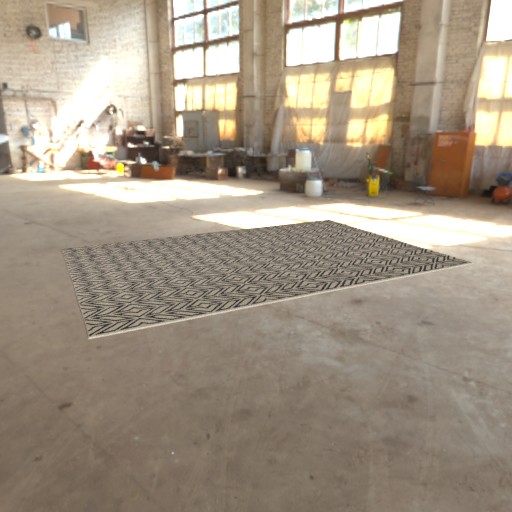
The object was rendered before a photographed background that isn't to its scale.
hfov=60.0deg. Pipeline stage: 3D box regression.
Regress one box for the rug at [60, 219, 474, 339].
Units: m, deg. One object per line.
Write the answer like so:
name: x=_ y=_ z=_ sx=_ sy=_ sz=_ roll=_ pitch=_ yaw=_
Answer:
rug: x=0.000 y=0.000 z=2.344 sx=1.828 sy=0.007 sz=1.220 roll=-8 pitch=18 yaw=-26
